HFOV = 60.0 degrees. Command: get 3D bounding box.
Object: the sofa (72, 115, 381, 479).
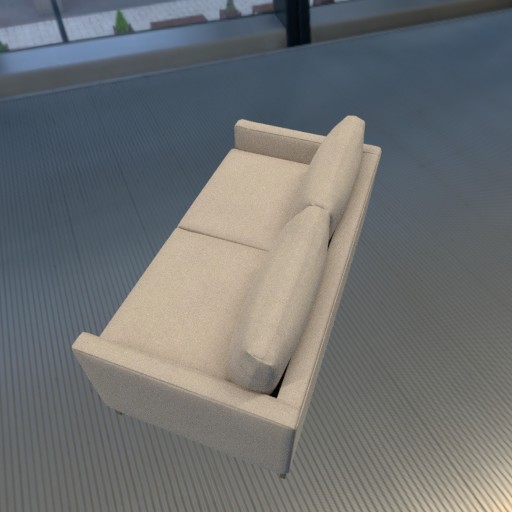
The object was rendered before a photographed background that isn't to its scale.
[{"bbox_3d":[0.000,0.000,2.164,0.875,0.840,1.682,15,50,13],"label":"sofa"}]
